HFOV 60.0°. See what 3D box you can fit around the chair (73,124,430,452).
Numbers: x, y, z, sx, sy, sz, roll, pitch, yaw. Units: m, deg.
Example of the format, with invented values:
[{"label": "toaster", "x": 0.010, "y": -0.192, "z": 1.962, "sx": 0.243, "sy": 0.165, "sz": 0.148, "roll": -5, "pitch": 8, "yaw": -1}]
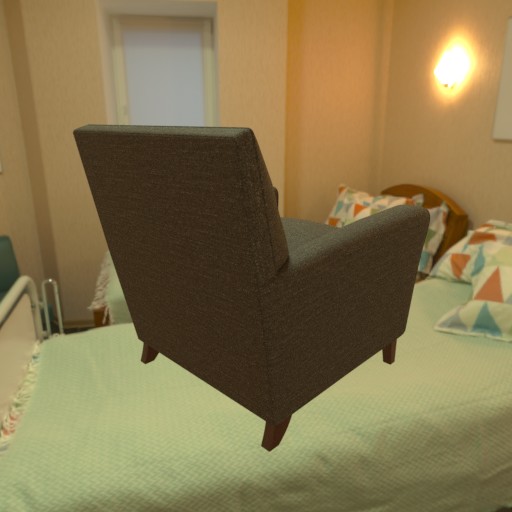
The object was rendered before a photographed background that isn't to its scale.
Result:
[{"label": "chair", "x": 0.000, "y": 0.000, "z": 1.555, "sx": 0.875, "sy": 0.885, "sz": 0.838, "roll": -16, "pitch": 23, "yaw": -42}]
